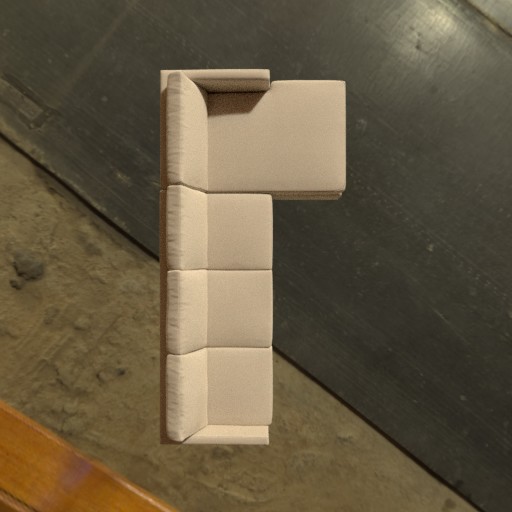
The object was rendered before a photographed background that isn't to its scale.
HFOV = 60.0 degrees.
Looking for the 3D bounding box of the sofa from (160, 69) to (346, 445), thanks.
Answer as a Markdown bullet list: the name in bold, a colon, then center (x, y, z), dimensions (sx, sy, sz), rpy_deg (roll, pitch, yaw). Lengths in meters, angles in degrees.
- **sofa**: center (0.000, 0.000, 3.968), dimensions (1.622, 0.871, 3.206), rpy_deg (0, 90, 1)
